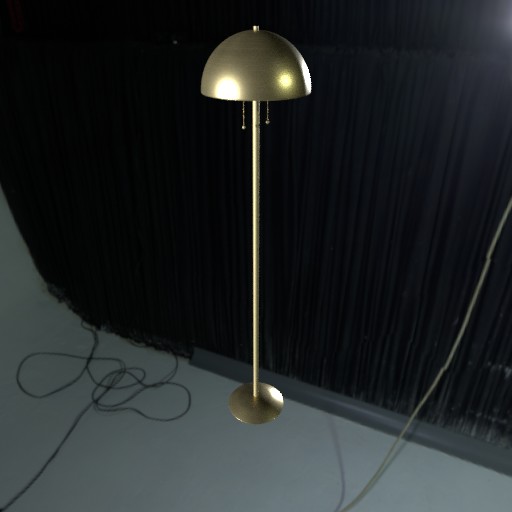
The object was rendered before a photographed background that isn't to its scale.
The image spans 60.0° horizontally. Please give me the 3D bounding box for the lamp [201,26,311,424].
[{"bbox_3d":[0.000,0.000,1.607,0.328,1.480,0.328,10,30,17],"label":"lamp"}]
